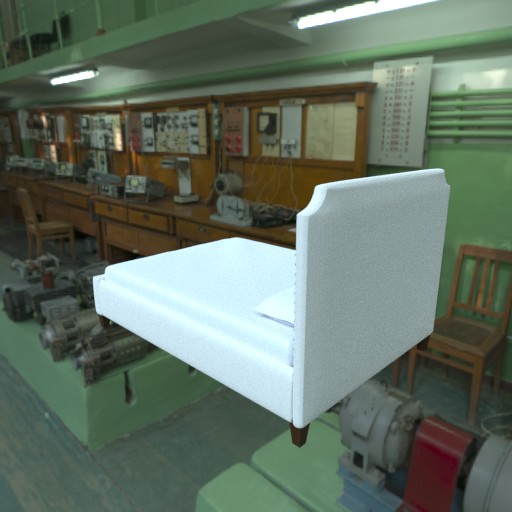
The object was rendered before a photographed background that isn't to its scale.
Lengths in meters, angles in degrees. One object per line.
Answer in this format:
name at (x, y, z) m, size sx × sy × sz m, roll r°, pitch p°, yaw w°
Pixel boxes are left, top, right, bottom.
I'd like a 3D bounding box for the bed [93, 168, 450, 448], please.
bed at (0.000, 0.000, 3.580) m, size 2.372 × 1.443 × 1.712 m, roll 15°, pitch 21°, yaw 42°
